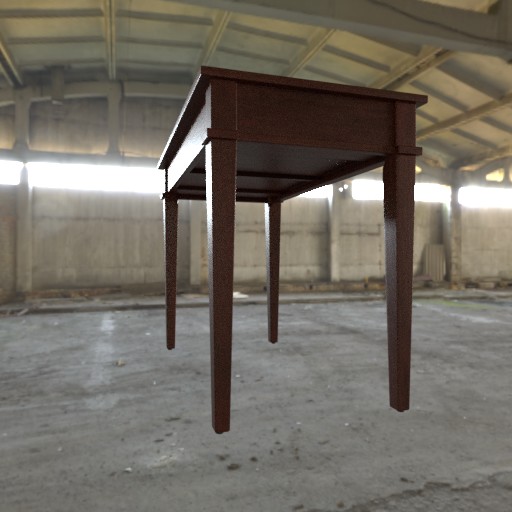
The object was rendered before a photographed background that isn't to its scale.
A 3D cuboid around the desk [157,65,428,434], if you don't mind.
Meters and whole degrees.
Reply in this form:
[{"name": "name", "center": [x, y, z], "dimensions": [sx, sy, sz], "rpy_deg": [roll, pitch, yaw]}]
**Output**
[{"name": "desk", "center": [0.000, 0.000, 1.451], "dimensions": [0.549, 0.762, 1.001], "rpy_deg": [0, 0, -17]}]
